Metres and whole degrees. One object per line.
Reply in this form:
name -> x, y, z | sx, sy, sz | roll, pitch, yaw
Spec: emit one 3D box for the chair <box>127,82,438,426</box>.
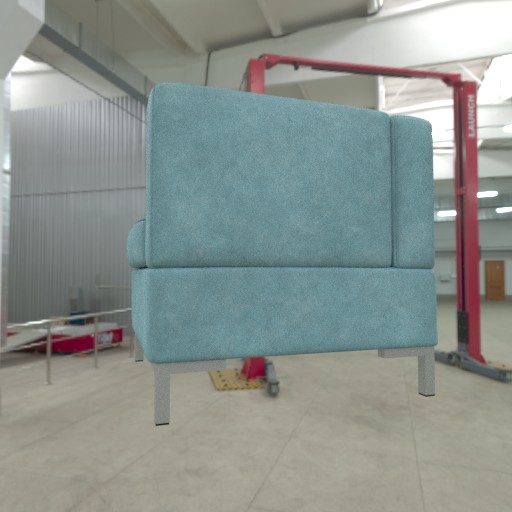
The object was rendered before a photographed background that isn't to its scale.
chair -> 0.000, 0.000, 1.239 | 0.684, 0.660, 0.691 | 1, -2, -19
